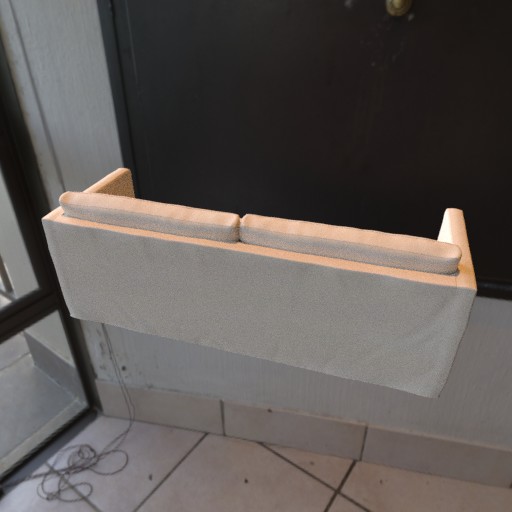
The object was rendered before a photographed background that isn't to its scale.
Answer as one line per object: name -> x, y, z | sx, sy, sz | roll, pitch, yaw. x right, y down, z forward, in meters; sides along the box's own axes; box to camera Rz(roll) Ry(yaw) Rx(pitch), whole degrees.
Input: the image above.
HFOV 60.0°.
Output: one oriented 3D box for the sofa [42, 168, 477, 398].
sofa -> 0.000, 0.000, 3.241 | 2.779, 0.999, 1.036 | 9, 33, 14
